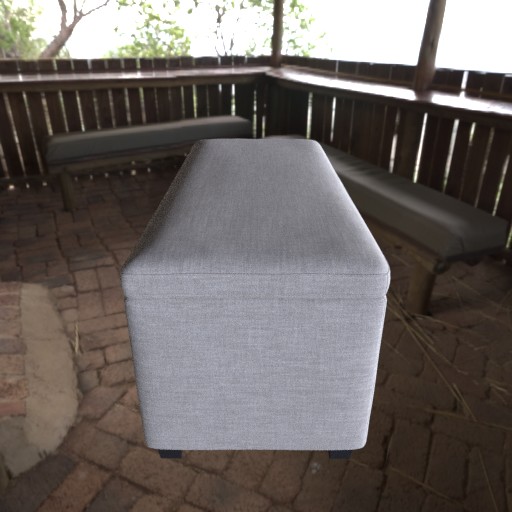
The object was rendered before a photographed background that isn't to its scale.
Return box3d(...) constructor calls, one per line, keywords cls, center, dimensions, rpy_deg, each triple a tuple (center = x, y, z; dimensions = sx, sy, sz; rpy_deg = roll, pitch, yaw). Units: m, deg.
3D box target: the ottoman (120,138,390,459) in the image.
box3d(cls="ottoman", center=(0.000, 0.000, 1.112), dimensions=(0.419, 0.432, 0.902), rpy_deg=(0, 26, 0))
